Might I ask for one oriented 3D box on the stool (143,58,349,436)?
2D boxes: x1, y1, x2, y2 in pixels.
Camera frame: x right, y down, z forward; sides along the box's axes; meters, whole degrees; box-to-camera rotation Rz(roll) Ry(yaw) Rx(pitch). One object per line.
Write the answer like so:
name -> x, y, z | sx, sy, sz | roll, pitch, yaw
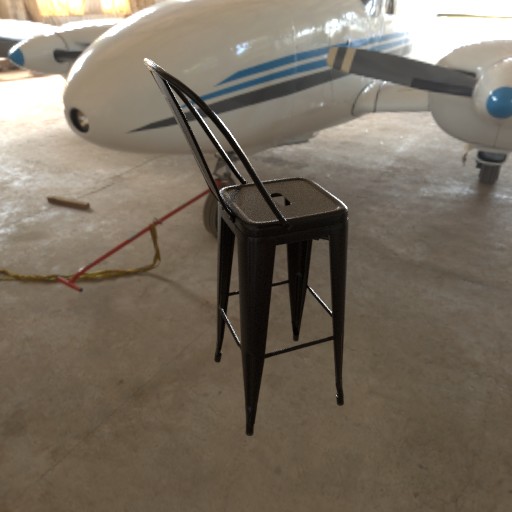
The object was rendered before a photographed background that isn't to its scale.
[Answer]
stool -> 0.000, 0.000, 1.323 | 0.513, 1.096, 0.399 | -11, 32, -18
